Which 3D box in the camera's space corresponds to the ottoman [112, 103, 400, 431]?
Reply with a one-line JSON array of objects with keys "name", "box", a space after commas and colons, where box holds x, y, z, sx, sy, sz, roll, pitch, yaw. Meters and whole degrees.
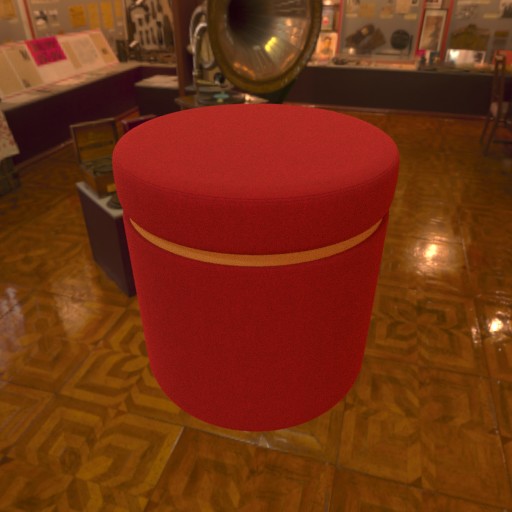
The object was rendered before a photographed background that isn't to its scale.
[{"name": "ottoman", "box": [0.000, 0.000, 0.735, 0.400, 0.406, 0.400, 0, 33, 0]}]
